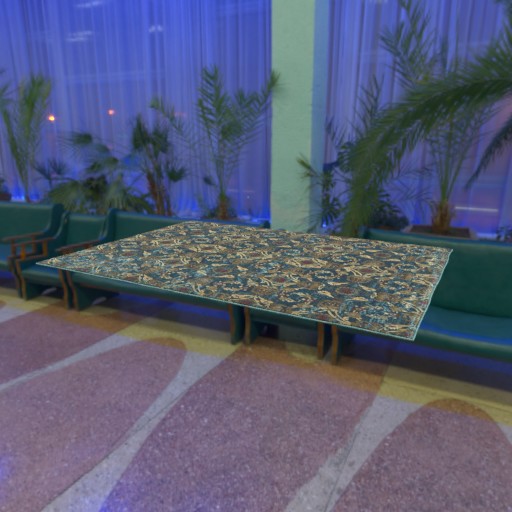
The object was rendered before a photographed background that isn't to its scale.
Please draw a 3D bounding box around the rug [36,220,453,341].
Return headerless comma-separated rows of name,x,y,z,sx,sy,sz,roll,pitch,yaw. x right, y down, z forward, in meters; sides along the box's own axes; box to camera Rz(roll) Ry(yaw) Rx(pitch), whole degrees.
rug,0.000,0.000,2.859,2.207,0.014,1.567,8,17,27
